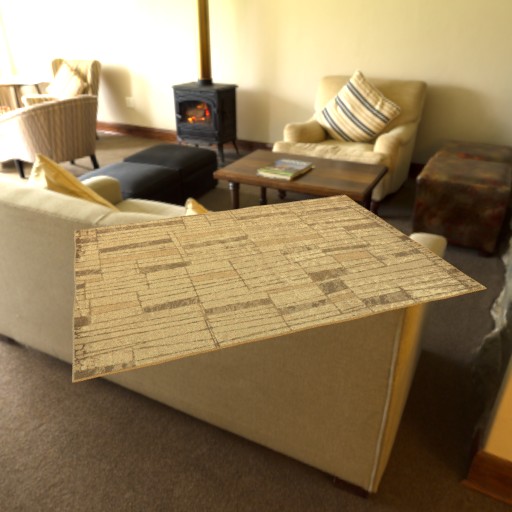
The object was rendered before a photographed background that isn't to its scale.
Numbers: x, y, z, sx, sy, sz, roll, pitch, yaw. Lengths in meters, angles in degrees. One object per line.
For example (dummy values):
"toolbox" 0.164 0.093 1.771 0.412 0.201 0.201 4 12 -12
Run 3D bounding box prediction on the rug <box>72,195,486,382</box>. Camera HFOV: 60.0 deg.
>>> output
"rug" 0.000 0.000 4.332 3.357 0.019 2.449 -9 29 -17
